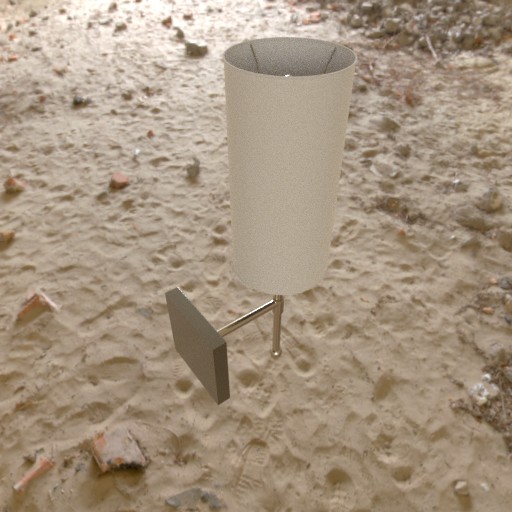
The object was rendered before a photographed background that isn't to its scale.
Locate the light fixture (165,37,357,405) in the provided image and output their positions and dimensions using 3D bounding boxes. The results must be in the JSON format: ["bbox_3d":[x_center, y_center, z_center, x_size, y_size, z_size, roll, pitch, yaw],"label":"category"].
[{"bbox_3d":[0.000,0.000,0.553,0.208,0.462,0.128,-26,46,-27],"label":"light fixture"}]
